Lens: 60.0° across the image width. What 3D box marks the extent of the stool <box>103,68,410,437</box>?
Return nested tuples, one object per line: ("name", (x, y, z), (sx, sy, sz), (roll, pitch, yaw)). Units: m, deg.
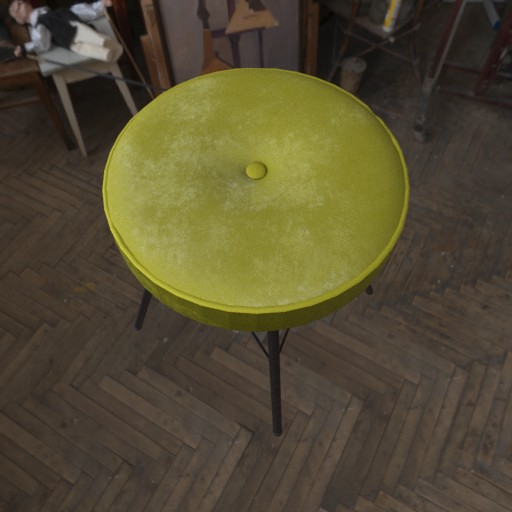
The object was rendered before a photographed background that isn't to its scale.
("stool", (0.000, 0.000, 0.801), (0.409, 0.508, 0.409), (32, 66, 16))
